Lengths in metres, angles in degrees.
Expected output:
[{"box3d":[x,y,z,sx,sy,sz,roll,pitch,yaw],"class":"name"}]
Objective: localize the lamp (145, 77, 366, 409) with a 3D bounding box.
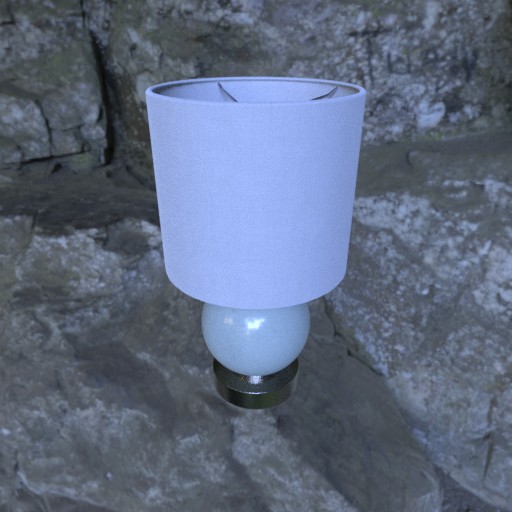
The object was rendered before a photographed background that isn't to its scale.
[{"box3d":[0.000,0.000,0.492,0.201,0.353,0.201,18,32,30],"class":"lamp"}]
